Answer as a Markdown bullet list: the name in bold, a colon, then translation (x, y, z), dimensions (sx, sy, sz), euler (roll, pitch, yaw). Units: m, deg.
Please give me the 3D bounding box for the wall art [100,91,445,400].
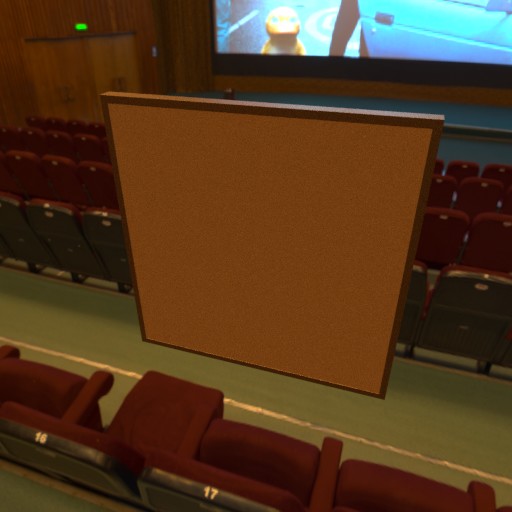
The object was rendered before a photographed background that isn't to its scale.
- **wall art**: translation (0.000, 0.000, 1.149), dimensions (0.762, 0.762, 0.038), euler (10, 32, 16)
